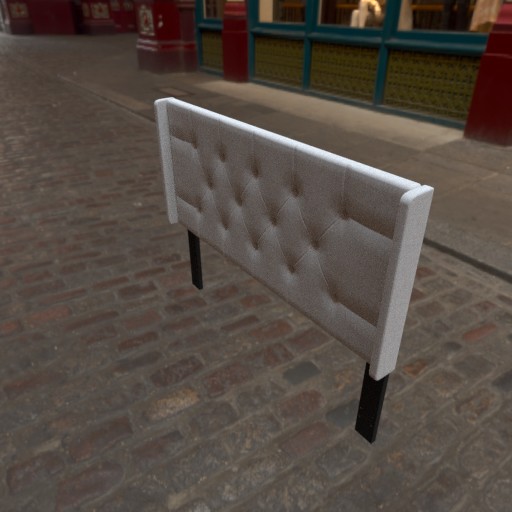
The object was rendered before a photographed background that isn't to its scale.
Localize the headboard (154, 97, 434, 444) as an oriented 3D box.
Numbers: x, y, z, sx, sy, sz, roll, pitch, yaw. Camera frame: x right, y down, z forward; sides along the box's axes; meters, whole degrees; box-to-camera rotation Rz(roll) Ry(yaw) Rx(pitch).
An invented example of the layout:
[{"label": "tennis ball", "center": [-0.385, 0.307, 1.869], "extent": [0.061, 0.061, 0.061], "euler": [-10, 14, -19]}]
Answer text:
[{"label": "headboard", "center": [0.000, 0.000, 2.699], "extent": [0.184, 1.524, 2.051], "euler": [-21, 37, -31]}]
